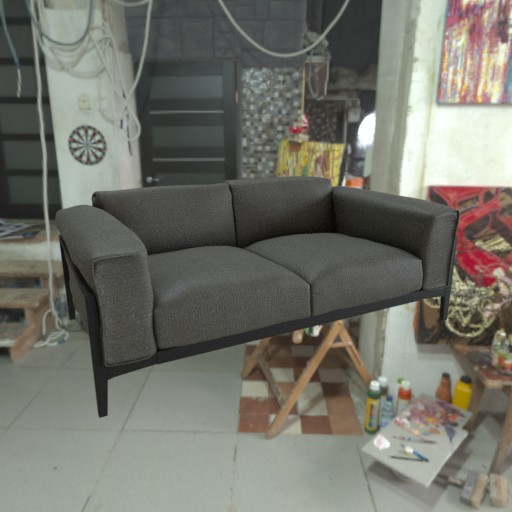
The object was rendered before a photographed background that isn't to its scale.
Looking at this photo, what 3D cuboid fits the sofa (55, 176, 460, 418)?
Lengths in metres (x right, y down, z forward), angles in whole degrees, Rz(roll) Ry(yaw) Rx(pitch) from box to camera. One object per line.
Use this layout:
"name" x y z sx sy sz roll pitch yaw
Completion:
"sofa" 0.000 0.000 2.143 1.690 0.656 0.960 -8 18 -27
